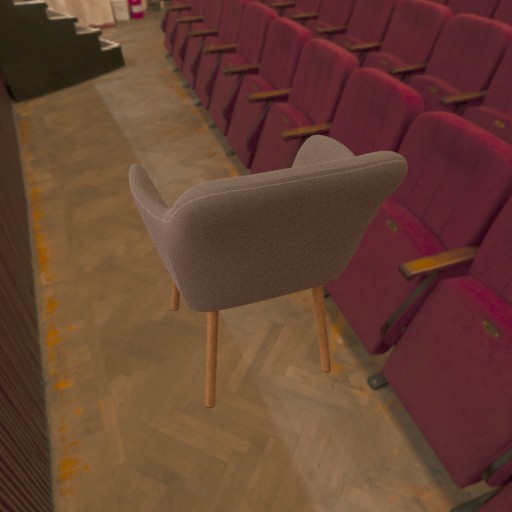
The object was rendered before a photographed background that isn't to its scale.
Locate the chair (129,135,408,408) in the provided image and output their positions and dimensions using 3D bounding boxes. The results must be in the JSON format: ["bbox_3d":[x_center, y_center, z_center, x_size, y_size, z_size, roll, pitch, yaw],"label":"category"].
[{"bbox_3d":[0.000,0.000,1.201,0.570,0.830,0.590,-13,42,-14],"label":"chair"}]
